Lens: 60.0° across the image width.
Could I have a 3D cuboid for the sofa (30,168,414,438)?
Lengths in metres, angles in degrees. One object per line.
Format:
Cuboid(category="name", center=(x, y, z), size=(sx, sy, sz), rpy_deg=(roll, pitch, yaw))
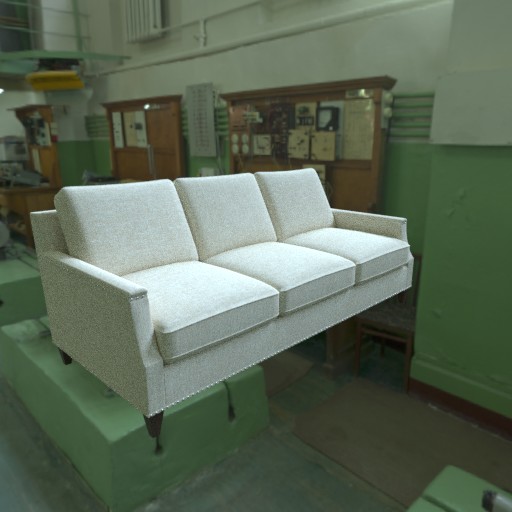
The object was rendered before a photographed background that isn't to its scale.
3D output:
Cuboid(category="sofa", center=(0.000, 0.000, 2.727), size=(1.041, 0.940, 2.210), rpy_deg=(14, 21, 43))
